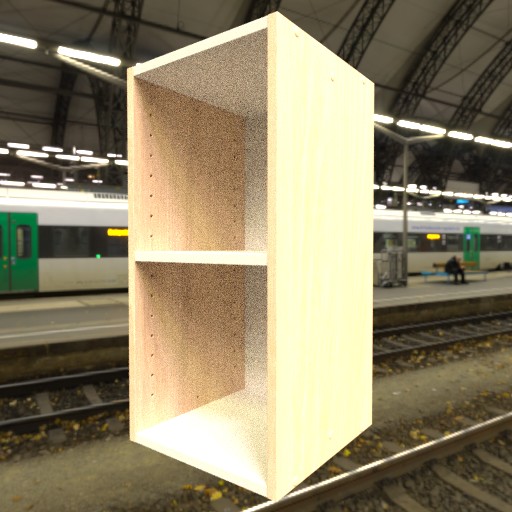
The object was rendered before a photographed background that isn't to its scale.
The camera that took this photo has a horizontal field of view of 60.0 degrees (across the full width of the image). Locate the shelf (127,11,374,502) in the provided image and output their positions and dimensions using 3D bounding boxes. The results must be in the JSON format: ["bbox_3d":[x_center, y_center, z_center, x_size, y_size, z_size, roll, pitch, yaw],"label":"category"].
[{"bbox_3d":[0.000,0.000,0.741,0.290,0.594,0.297,1,2,37],"label":"shelf"}]
